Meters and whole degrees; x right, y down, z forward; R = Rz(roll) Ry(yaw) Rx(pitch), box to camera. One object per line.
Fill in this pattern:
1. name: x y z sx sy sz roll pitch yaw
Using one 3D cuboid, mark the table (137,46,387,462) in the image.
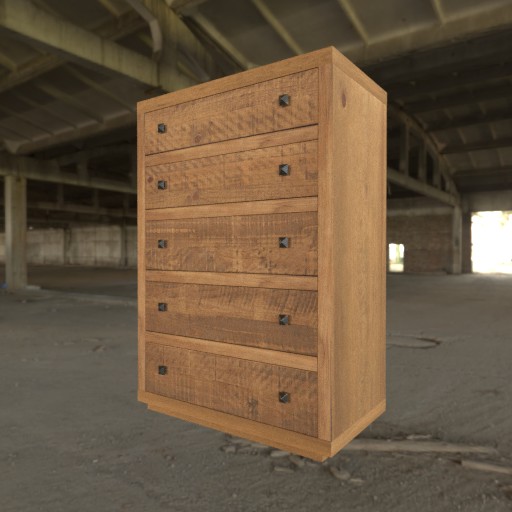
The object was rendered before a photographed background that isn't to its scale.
1. table: 0.000 0.000 1.810 0.901 1.294 0.524 1 1 35
